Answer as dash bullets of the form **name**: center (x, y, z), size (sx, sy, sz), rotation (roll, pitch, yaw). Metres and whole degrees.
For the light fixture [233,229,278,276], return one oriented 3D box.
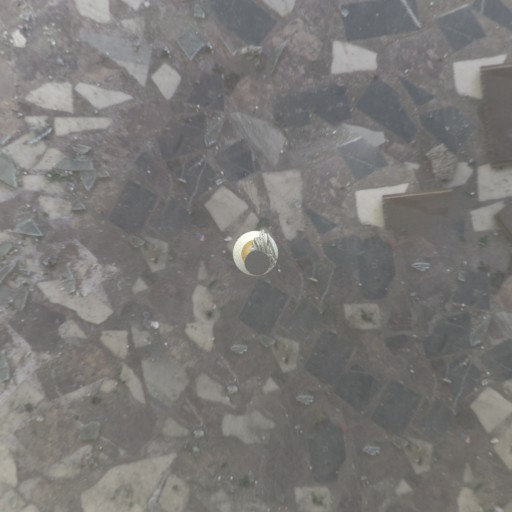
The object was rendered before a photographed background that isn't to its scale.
- **light fixture**: center (0.000, 0.000, 1.034), size (0.153, 0.966, 0.153), rotation (0, 91, 0)
